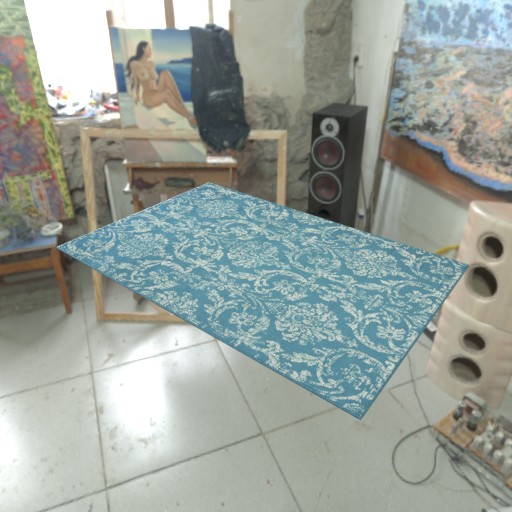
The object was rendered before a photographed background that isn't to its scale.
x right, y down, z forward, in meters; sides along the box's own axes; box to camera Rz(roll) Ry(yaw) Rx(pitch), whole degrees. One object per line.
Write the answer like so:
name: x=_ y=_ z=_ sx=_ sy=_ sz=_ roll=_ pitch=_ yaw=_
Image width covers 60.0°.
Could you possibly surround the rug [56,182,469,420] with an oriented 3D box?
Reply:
rug: x=0.000 y=0.000 z=3.519 sx=2.746 sy=0.018 sz=1.816 roll=22 pitch=37 yaw=32
